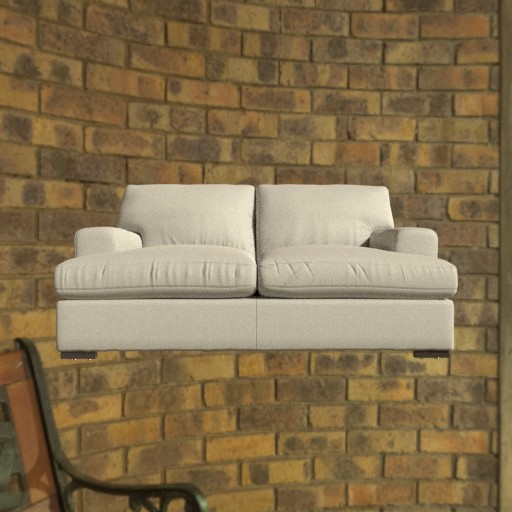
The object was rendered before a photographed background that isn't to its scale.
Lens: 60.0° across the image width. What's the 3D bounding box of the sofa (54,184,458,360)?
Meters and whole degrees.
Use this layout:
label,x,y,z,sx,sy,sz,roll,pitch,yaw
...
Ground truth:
label,x,y,z,sx,sy,sz,roll,pitch,yaw
sofa,0.000,0.000,2.530,1.880,0.940,1.143,0,0,-1
